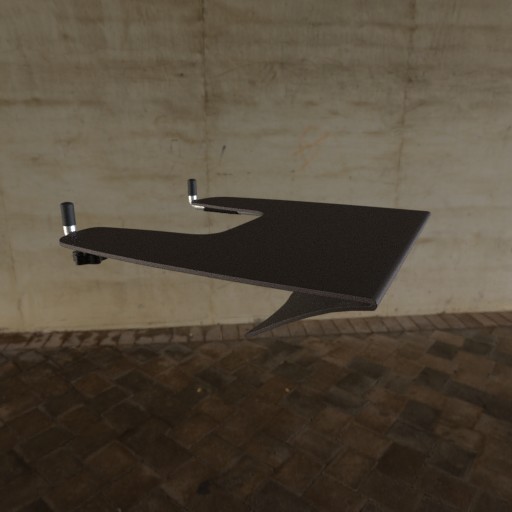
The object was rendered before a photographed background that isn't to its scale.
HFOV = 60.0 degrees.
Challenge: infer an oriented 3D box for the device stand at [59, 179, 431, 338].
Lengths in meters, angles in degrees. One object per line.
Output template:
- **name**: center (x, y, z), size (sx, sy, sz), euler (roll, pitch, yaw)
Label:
- **device stand**: center (0.000, 0.000, 0.346), size (0.230, 0.092, 0.230), euler (8, 18, 25)
